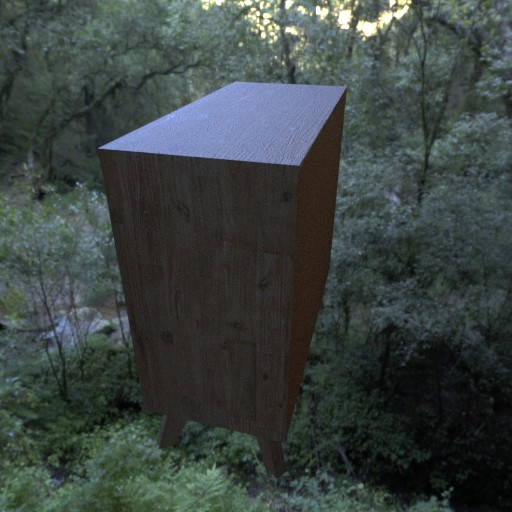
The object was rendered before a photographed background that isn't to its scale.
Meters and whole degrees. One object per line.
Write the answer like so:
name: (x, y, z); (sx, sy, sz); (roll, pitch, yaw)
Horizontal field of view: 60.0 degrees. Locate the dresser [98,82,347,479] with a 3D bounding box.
dresser: (0.000, 0.000, 1.603); (0.455, 1.029, 0.998); (8, 31, 13)
